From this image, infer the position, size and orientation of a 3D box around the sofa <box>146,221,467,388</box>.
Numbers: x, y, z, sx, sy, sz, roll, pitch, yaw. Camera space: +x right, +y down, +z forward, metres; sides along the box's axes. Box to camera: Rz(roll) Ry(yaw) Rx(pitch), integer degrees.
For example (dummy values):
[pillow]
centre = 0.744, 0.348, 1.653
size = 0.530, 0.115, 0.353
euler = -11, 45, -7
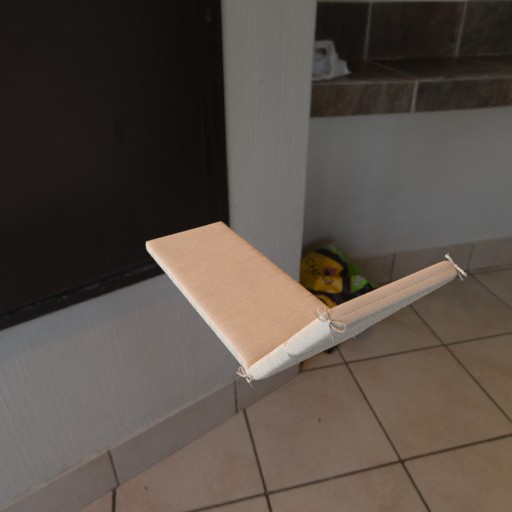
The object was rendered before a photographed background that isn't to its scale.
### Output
[sofa]
centre = 0.000, 0.000, 2.008
size = 0.582, 0.622, 1.663
euler = -18, 35, -27
